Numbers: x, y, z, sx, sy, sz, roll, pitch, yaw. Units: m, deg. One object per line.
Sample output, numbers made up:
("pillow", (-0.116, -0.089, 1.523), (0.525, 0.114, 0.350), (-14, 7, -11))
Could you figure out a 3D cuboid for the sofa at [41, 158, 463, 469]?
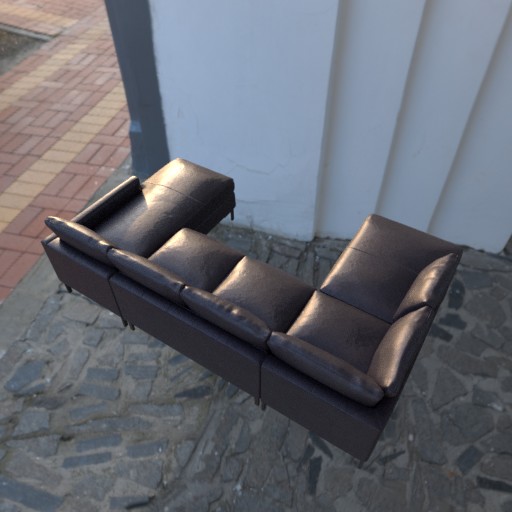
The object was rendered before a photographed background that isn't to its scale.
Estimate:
("sofa", (0.000, 0.000, 3.756), (2.956, 0.900, 1.939), (25, 51, 22))
